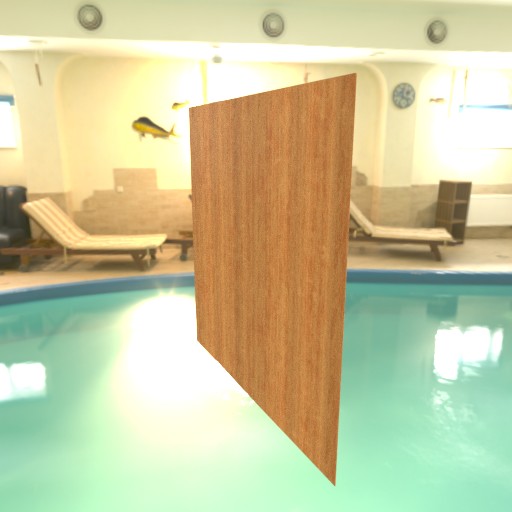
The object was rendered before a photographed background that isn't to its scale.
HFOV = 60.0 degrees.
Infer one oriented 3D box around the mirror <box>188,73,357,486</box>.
[{"bbox_3d":[0.000,0.000,0.955,0.047,0.651,0.651,-7,16,-27],"label":"mirror"}]
